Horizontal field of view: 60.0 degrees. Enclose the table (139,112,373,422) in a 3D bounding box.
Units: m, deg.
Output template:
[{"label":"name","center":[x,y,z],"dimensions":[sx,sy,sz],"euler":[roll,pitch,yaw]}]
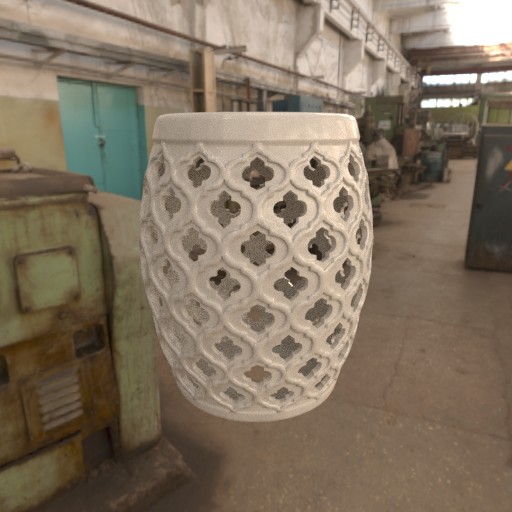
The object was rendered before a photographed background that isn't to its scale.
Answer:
[{"label":"table","center":[0.000,0.000,0.641],"dimensions":[0.325,0.388,0.325],"euler":[0,16,0]}]
